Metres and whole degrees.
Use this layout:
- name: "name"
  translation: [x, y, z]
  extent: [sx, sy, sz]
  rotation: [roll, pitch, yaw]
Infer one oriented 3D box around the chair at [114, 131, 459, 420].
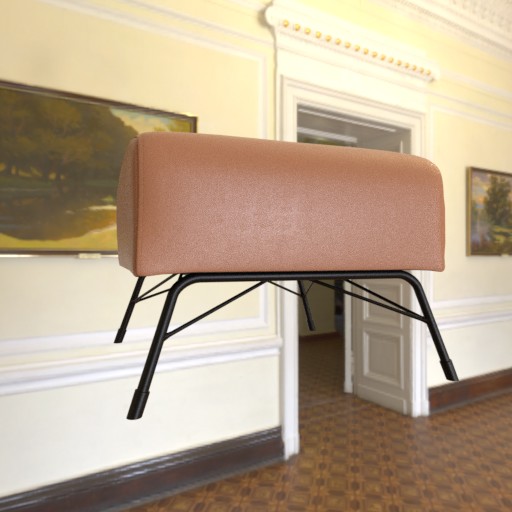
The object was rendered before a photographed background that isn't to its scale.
- name: "chair"
  translation: [0.000, 0.000, 0.891]
  extent: [0.530, 0.410, 0.530]
  rotation: [0, 0, -20]
